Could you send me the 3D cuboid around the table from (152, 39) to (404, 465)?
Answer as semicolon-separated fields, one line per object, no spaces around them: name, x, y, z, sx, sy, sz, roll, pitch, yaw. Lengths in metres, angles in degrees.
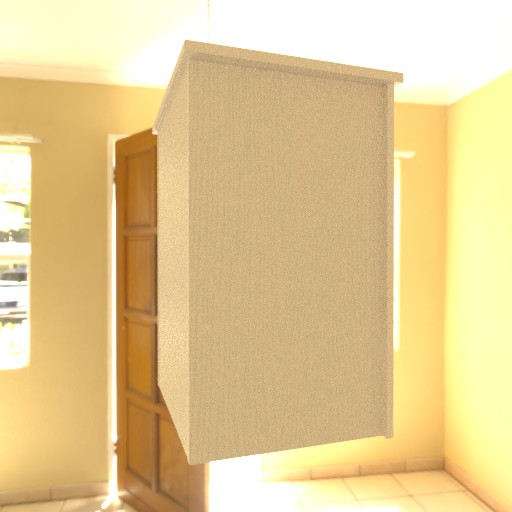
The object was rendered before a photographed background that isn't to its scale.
table;0.000;0.000;0.934;0.381;0.635;0.480;0;0;-19
